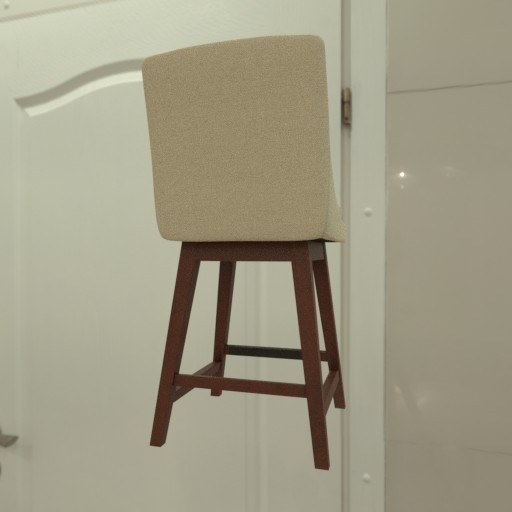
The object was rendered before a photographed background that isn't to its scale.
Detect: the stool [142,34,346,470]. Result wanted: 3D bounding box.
[{"bbox_3d":[0.000,0.000,1.271,0.469,0.991,0.559,0,1,16],"label":"stool"}]
